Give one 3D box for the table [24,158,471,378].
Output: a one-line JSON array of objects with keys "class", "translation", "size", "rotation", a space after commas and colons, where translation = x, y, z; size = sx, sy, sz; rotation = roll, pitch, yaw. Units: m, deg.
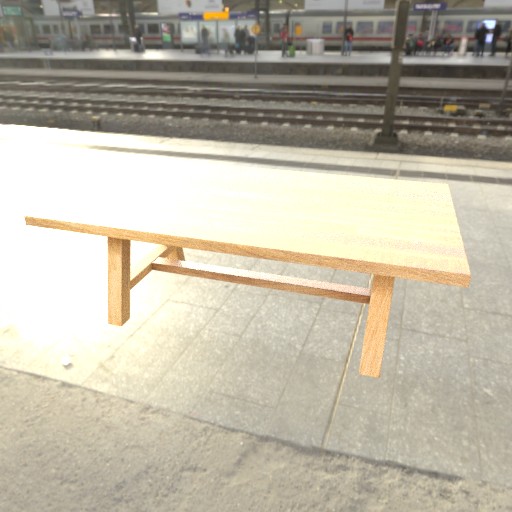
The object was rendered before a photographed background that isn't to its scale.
[{"class": "table", "translation": [0.000, 0.000, 1.665], "size": [1.320, 0.455, 0.760], "rotation": [8, 28, 15]}]
